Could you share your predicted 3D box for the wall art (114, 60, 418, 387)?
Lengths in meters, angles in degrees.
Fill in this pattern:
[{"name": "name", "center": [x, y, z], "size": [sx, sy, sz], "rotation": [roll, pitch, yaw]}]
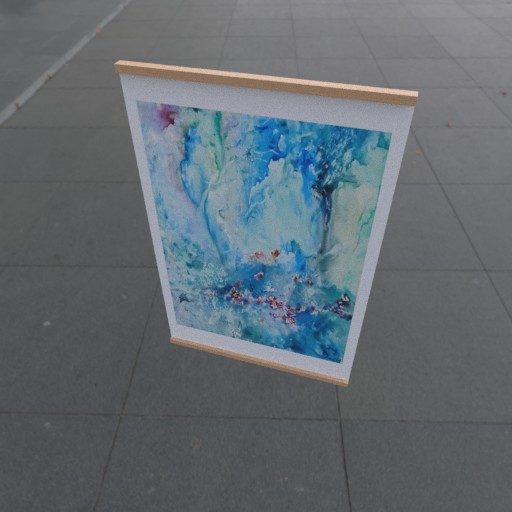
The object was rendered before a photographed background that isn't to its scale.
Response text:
[{"name": "wall art", "center": [0.000, 0.000, 0.770], "size": [0.401, 0.611, 0.016], "rotation": [11, 42, 13]}]
